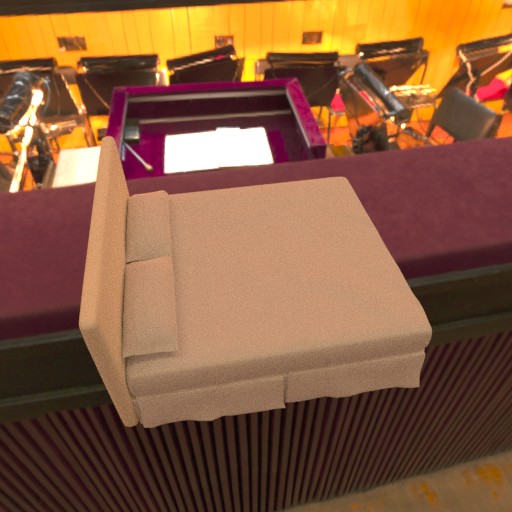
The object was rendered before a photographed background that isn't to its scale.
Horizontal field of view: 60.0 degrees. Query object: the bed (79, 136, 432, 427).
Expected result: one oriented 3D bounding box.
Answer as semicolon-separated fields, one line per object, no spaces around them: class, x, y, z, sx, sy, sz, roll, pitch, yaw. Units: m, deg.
bed;0.000;0.000;3.663;2.341;1.317;2.119;-7;45;-7
